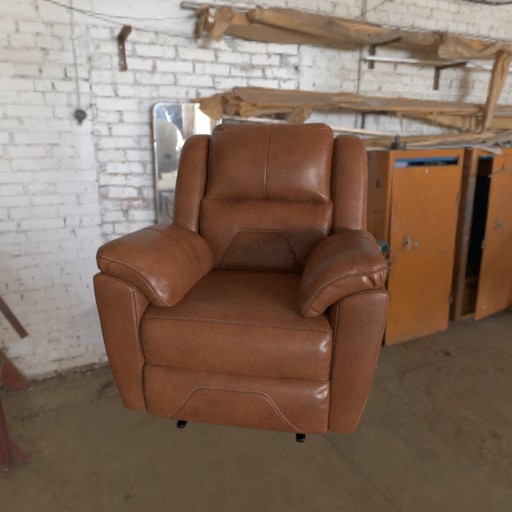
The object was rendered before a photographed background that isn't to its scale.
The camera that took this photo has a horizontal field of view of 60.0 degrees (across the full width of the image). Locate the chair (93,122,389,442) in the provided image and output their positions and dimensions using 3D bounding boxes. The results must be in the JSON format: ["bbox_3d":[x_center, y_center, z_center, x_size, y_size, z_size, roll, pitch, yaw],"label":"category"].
[{"bbox_3d":[0.000,0.000,1.873,0.990,1.093,1.041,3,16,10],"label":"chair"}]
